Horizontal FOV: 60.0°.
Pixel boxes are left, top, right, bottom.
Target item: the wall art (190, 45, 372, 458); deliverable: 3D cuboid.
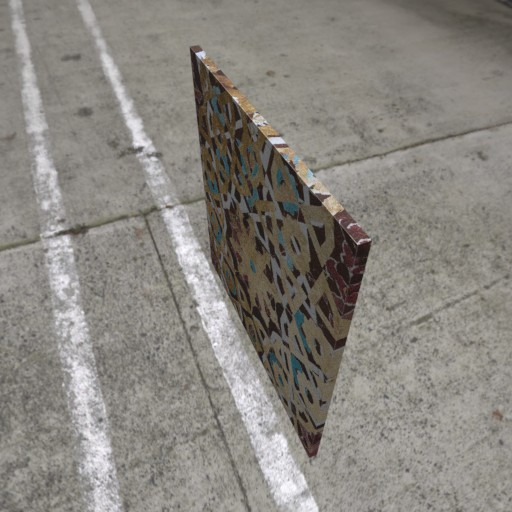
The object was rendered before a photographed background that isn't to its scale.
[{"bbox_3d":[0.000,0.000,1.113,0.028,0.762,0.757,-17,48,-16],"label":"wall art"}]
